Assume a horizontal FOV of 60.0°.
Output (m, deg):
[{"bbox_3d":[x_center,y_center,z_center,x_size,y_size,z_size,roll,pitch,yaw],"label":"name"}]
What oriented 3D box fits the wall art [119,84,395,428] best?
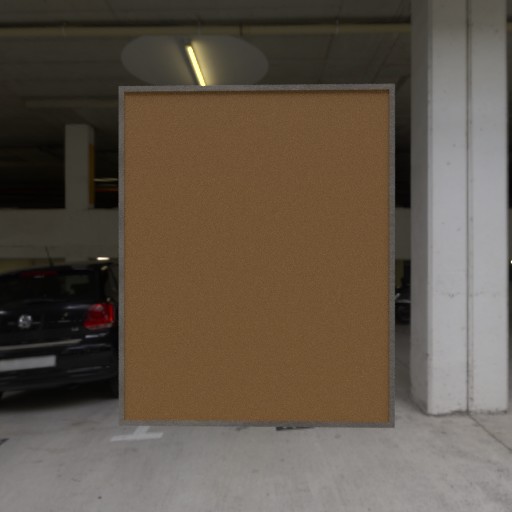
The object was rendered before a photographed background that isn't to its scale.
[{"bbox_3d":[0.000,0.000,0.690,0.421,0.521,0.032,0,0,1],"label":"wall art"}]
